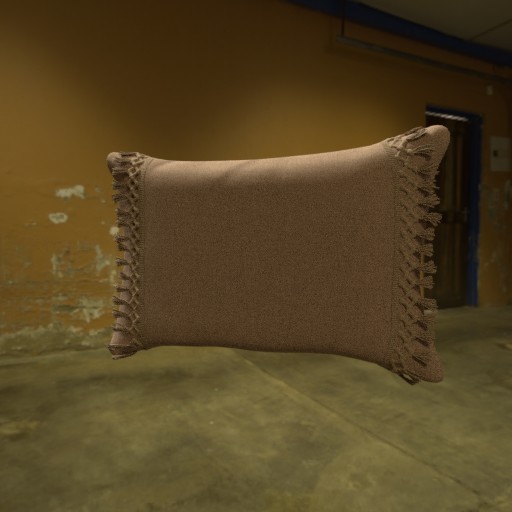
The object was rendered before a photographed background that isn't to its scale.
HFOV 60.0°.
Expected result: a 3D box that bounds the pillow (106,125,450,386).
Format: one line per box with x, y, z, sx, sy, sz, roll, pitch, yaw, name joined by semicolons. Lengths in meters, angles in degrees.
0.000;0.000;0.583;0.466;0.305;0.084;1;2;19;pillow
